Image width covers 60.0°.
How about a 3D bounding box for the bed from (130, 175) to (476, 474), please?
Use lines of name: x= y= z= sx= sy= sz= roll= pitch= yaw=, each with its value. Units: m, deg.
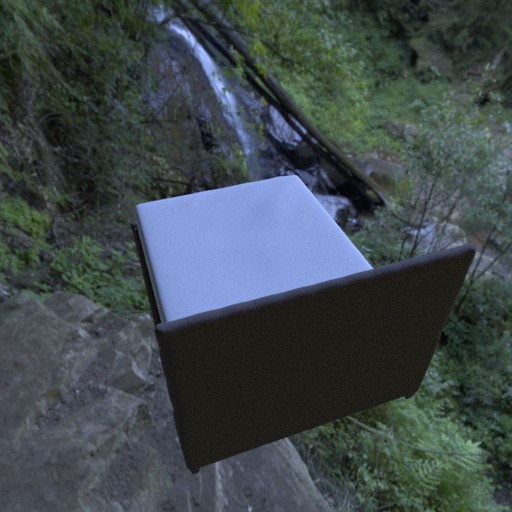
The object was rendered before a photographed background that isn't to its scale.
bed: x=0.000 y=0.000 z=3.329 sx=1.696 sy=1.426 sz=2.233 roll=-13 pitch=43 yaw=-15
